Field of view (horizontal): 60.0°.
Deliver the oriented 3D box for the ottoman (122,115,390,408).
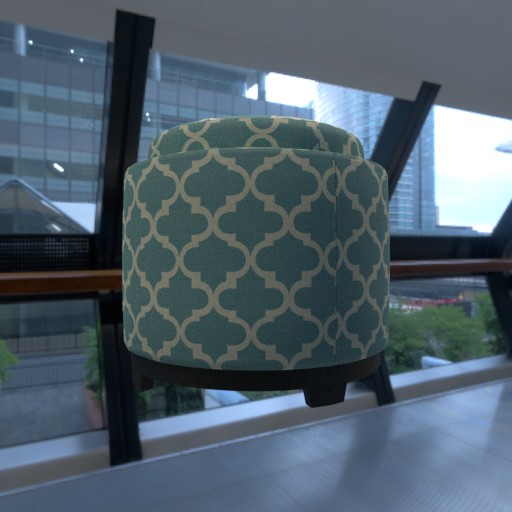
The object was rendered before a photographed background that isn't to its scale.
[{"bbox_3d":[0.000,0.000,0.830,0.480,0.429,0.480,0,0,0],"label":"ottoman"}]
